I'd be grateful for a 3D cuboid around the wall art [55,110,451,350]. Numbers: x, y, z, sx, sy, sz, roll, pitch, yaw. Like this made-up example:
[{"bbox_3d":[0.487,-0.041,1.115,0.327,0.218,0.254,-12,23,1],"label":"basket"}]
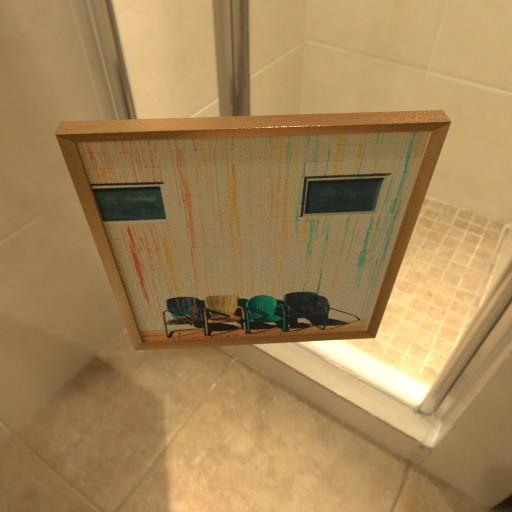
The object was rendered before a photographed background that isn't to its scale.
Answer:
[{"bbox_3d":[0.000,0.000,0.453,0.302,0.302,0.019,-2,46,-2],"label":"wall art"}]
